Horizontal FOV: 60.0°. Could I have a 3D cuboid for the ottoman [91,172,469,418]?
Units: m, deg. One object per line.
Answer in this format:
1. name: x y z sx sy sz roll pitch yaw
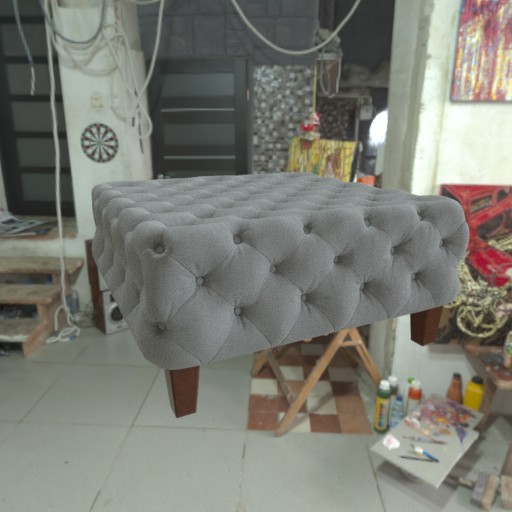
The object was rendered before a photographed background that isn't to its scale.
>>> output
1. ottoman: 0.000 0.000 1.417 0.911 0.439 0.917 -8 18 -25
